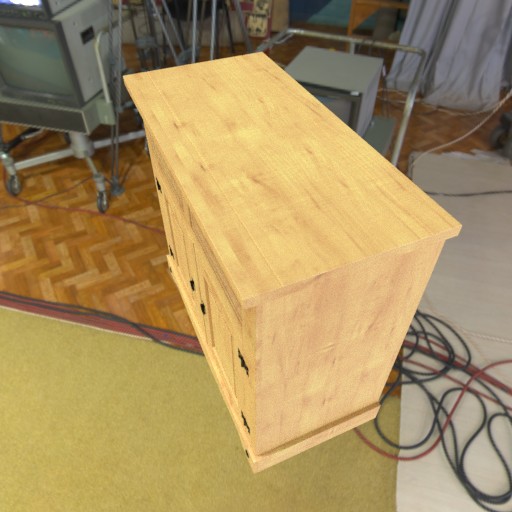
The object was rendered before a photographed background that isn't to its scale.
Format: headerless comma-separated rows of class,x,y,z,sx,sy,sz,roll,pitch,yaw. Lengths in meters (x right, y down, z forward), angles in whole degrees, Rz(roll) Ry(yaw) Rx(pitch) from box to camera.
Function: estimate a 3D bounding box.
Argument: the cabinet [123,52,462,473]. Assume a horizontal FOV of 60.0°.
cabinet,0.000,0.000,1.371,0.450,0.840,0.920,-17,48,-16
